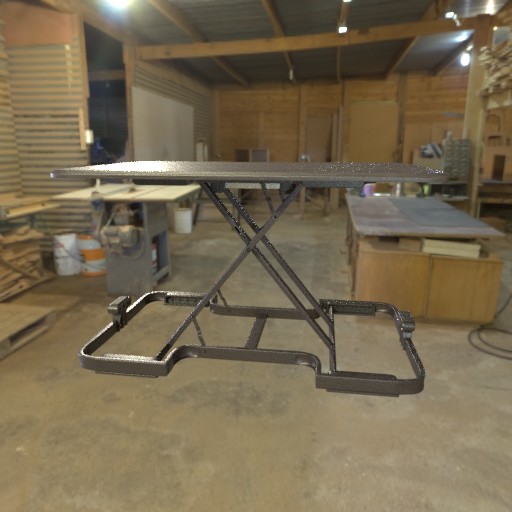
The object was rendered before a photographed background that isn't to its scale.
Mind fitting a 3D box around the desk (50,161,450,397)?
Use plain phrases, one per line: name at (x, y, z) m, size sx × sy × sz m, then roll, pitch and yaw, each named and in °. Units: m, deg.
desk at (0.000, 0.000, 1.173) m, size 0.820 × 0.470 × 0.546 m, roll 2°, pitch 14°, yaw 8°
